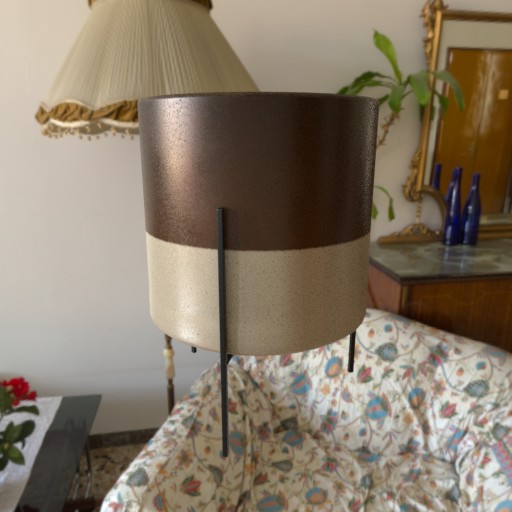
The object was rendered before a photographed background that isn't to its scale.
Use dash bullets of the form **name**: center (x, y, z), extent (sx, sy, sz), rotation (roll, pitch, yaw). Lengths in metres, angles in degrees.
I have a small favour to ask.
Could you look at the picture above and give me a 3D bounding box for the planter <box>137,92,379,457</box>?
- **planter**: center (0.000, 0.000, 0.709), extent (0.354, 0.465, 0.345), rotation (14, 21, 42)
